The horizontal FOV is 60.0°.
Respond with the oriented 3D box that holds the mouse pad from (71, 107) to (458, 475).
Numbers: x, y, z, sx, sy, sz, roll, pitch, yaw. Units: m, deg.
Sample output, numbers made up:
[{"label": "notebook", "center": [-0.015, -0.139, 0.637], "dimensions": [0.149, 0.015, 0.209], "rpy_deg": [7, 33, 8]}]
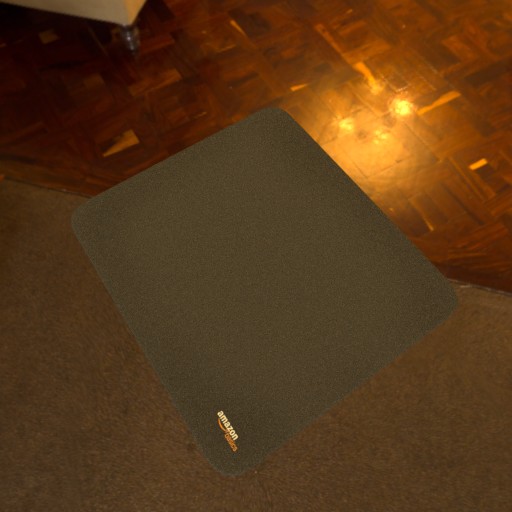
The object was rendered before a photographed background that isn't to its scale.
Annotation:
[{"label": "mouse pad", "center": [0.000, 0.000, 0.326], "dimensions": [0.203, 0.003, 0.229], "rpy_deg": [-32, 68, -14]}]
